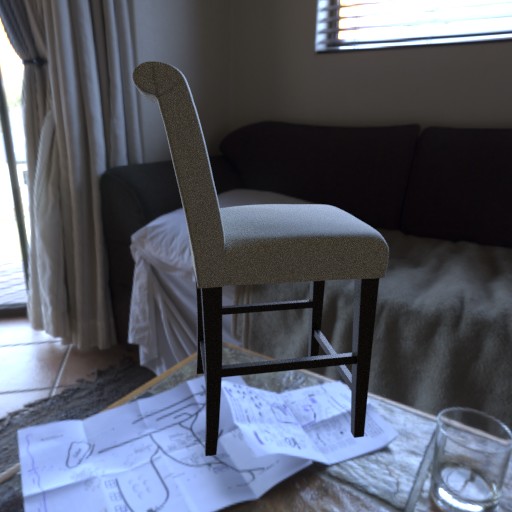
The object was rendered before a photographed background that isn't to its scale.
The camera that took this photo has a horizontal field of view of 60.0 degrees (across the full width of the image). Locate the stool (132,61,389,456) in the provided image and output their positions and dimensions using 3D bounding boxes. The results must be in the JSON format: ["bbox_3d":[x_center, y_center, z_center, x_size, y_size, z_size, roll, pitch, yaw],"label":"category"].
[{"bbox_3d":[0.000,0.000,1.277,0.597,0.976,0.452,-3,17,-10],"label":"stool"}]
